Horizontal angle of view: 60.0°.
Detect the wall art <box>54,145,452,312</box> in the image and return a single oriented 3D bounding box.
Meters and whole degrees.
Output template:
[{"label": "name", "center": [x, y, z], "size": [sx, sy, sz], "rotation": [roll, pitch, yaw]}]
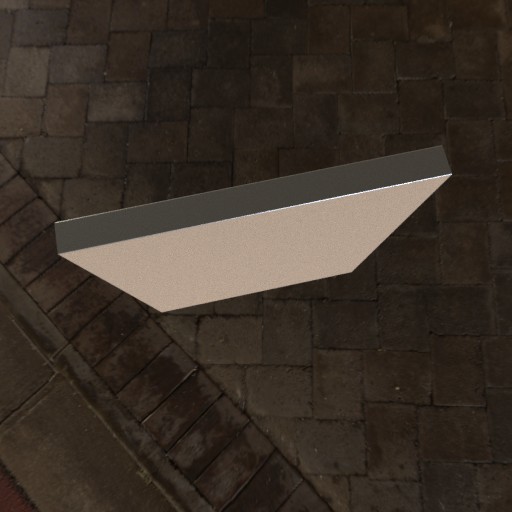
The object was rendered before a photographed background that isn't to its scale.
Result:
[{"label": "wall art", "center": [0.000, 0.000, 0.768], "size": [0.452, 0.549, 0.038], "rotation": [-12, 76, -3]}]
